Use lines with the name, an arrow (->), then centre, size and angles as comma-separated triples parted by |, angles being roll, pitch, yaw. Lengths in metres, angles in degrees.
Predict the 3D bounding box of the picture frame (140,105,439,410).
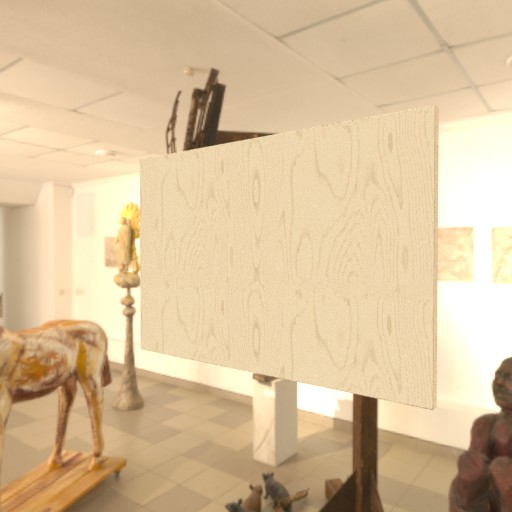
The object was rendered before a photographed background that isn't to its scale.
picture frame -> 0.000, 0.000, 1.224 | 0.950, 0.640, 0.029 | 1, 1, 36
